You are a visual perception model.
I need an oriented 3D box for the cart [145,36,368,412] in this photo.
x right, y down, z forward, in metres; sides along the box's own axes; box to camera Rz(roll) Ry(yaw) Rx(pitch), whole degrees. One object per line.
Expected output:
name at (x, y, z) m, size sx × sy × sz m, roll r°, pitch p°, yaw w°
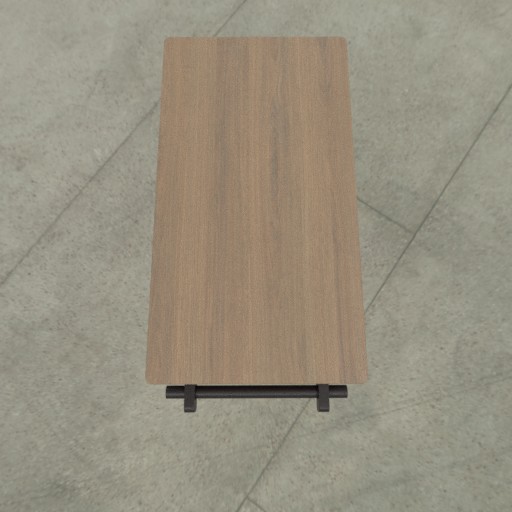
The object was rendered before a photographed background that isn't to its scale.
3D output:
cart at (0.000, 0.000, 1.449) m, size 0.457 × 0.927 × 0.899 m, roll 0°, pitch 76°, yaw 0°
